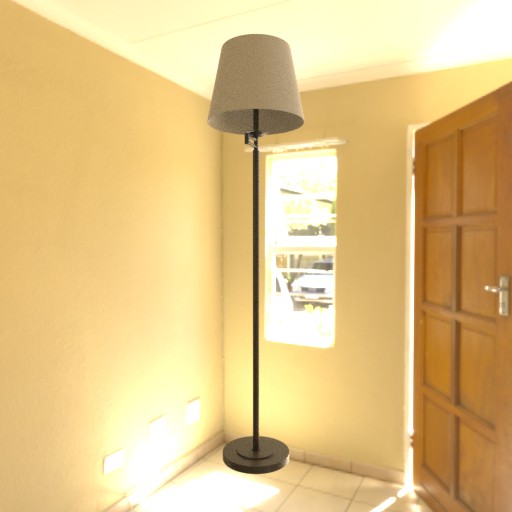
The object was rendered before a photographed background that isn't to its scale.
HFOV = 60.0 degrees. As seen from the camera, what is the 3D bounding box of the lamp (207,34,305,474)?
[{"bbox_3d":[0.000,0.000,1.603,0.348,1.473,0.348,0,2,18],"label":"lamp"}]
